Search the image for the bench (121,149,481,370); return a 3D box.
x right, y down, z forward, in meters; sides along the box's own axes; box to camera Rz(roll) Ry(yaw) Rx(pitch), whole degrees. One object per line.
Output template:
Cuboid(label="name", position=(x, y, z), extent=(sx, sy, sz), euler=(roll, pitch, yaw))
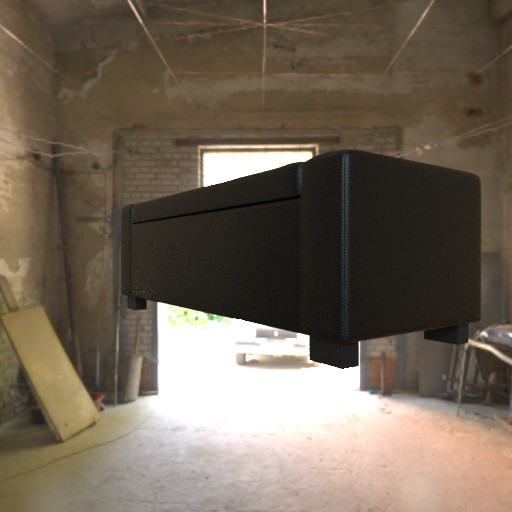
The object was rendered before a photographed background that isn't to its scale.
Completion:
Cuboid(label="bench", position=(0.000, 0.000, 1.511), extent=(0.508, 0.445, 1.296), euler=(0, 0, -35))
